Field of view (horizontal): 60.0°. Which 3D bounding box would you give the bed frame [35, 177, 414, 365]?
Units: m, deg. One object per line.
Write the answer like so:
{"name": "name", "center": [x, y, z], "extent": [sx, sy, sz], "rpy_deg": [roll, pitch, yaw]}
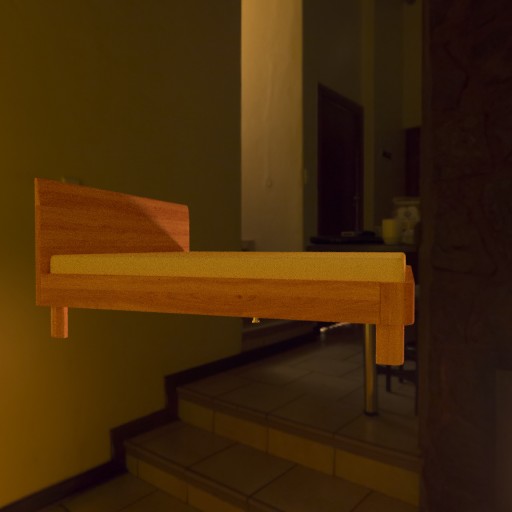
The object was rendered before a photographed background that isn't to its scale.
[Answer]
{"name": "bed frame", "center": [0.000, 0.000, 3.146], "extent": [2.092, 0.940, 1.872], "rpy_deg": [0, 1, 19]}
